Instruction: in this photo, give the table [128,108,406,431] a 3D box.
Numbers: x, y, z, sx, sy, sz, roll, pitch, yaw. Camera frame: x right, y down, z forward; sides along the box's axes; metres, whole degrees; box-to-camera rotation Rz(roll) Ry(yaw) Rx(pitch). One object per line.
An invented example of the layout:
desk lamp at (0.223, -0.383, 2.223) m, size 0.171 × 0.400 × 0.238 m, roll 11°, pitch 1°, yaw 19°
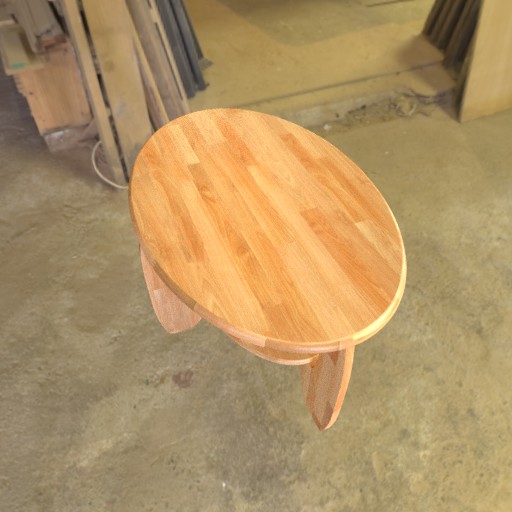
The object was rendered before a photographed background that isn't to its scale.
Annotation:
table at (0.000, 0.000, 1.395) m, size 0.690 × 0.490 × 1.040 m, roll -17°, pitch 49°, yaw -16°
